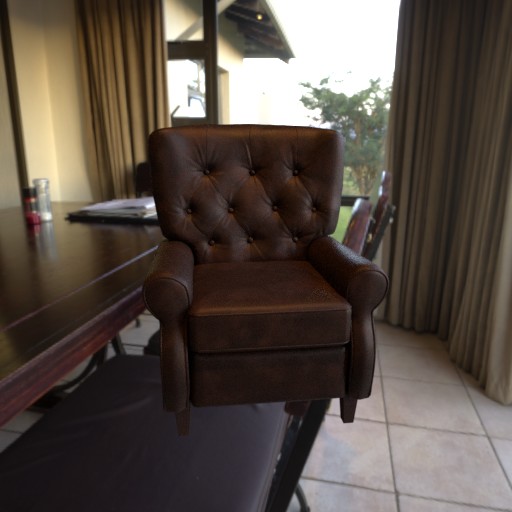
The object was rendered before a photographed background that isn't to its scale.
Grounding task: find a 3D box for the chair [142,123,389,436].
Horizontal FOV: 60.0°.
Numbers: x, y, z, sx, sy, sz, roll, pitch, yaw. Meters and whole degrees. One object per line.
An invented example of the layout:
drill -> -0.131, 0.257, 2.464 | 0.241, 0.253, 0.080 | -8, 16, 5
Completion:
chair -> 0.000, 0.000, 1.979 | 0.948, 1.158, 1.058 | -2, 15, -7
